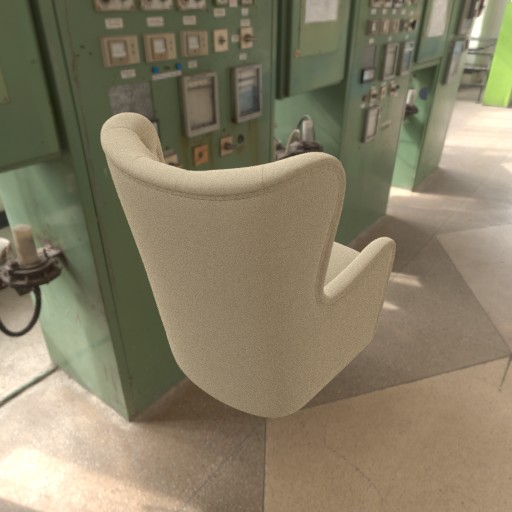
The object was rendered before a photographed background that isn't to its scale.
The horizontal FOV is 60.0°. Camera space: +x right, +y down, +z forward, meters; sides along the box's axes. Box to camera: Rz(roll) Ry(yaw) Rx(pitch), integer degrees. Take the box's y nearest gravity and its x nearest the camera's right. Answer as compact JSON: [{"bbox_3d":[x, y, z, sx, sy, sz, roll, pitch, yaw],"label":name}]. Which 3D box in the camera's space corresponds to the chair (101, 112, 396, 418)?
[{"bbox_3d":[0.000,0.000,1.746,0.831,1.079,0.929,22,36,33],"label":"chair"}]
